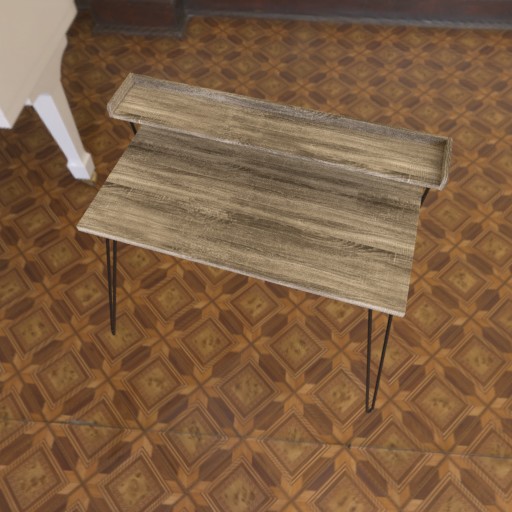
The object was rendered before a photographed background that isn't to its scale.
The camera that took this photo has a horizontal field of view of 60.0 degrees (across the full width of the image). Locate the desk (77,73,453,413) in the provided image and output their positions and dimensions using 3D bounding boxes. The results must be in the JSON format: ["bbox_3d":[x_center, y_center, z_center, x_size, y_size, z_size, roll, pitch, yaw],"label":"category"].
[{"bbox_3d":[0.000,0.000,1.597,1.135,0.899,0.605,15,59,9],"label":"desk"}]
